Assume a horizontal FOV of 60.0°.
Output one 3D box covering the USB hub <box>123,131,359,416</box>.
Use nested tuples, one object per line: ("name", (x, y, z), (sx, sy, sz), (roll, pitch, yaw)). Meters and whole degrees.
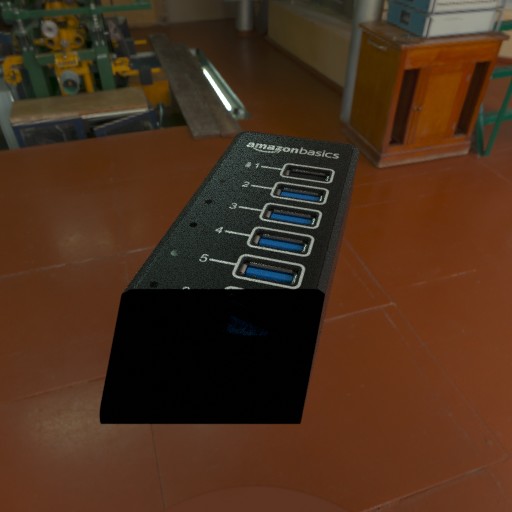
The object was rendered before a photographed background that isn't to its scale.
("USB hub", (0.000, 0.000, 0.126), (0.044, 0.023, 0.110), (11, 42, 12))
